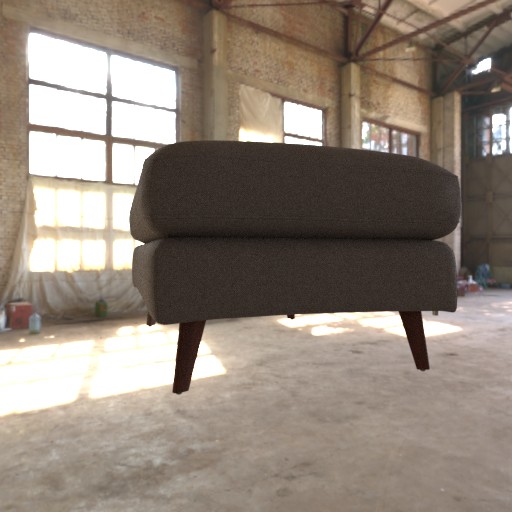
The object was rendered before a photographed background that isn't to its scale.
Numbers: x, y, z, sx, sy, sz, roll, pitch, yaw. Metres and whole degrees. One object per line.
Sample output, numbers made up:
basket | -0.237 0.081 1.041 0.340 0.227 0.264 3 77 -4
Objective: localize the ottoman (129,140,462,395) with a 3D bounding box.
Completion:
ottoman | 0.000 0.000 1.127 0.608 0.449 0.811 0 1 -17
